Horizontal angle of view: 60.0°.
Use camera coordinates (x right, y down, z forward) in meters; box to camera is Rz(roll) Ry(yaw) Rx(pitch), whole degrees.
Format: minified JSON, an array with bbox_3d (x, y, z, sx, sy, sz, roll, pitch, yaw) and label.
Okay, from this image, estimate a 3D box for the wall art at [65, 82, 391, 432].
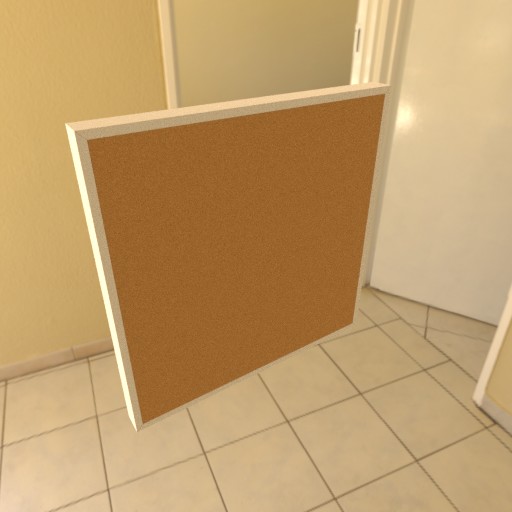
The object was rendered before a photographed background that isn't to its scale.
[{"bbox_3d":[0.000,0.000,0.452,0.304,0.304,0.024,-19,35,-28],"label":"wall art"}]
